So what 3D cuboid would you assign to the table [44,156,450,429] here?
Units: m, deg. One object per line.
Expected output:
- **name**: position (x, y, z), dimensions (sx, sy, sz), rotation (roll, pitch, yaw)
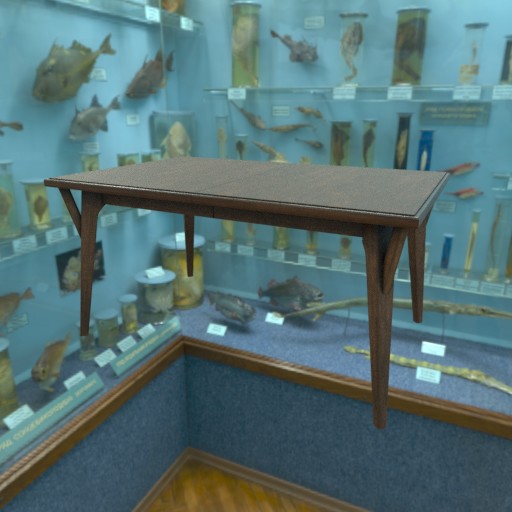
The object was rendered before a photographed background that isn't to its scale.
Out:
- **table**: position (0.000, 0.000, 2.092), dimensions (1.524, 0.761, 0.990), rotation (9, 21, 26)
